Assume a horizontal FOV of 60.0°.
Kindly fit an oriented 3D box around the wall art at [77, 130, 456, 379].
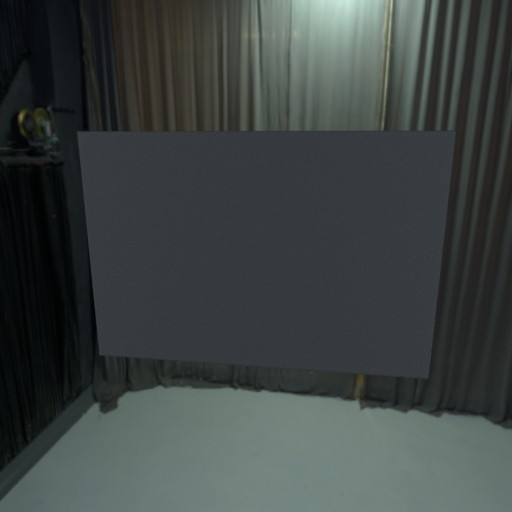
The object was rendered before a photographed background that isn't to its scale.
[{"bbox_3d":[0.000,0.000,1.215,0.964,0.659,0.049,3,15,9],"label":"wall art"}]
